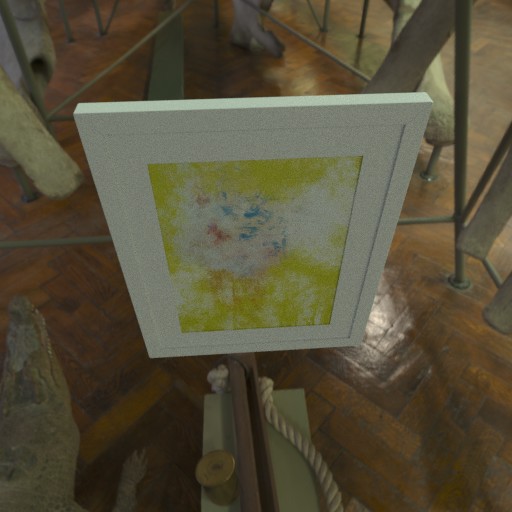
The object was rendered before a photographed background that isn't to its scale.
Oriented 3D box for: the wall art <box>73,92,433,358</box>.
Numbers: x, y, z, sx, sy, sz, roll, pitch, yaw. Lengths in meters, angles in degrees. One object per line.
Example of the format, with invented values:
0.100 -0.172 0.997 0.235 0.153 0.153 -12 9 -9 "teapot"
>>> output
0.000 0.000 0.762 0.454 0.556 0.028 -3 45 -3 "wall art"
